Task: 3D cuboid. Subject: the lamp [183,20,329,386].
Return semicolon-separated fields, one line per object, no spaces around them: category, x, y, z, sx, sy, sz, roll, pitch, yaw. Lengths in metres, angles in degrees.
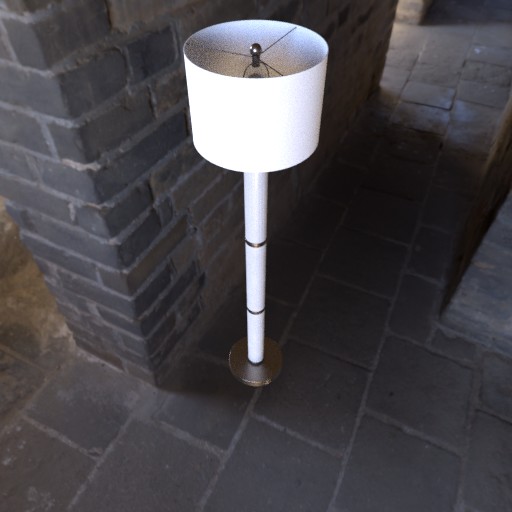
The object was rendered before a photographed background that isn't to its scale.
lamp;0.000;0.000;1.726;0.377;1.599;0.377;-16;49;-15
